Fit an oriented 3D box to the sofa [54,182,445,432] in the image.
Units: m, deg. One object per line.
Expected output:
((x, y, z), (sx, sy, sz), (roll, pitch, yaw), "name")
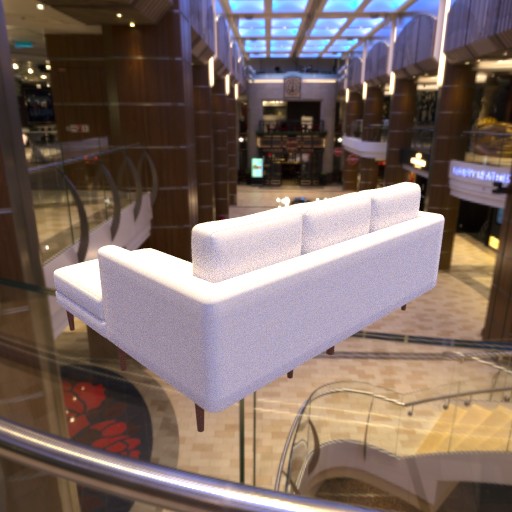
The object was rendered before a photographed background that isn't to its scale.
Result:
((0.000, 0.000, 2.883), (2.029, 0.899, 1.580), (-16, 24, -42), "sofa")
